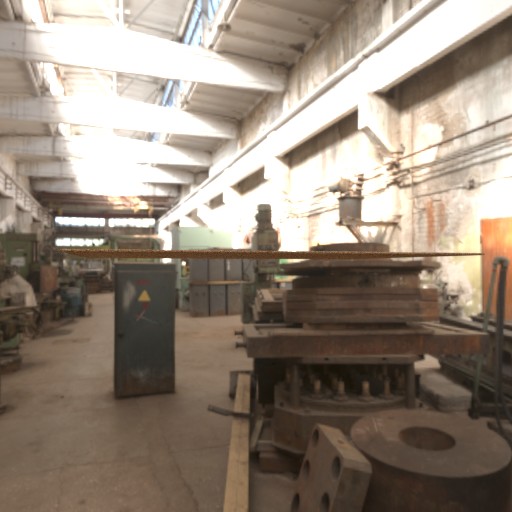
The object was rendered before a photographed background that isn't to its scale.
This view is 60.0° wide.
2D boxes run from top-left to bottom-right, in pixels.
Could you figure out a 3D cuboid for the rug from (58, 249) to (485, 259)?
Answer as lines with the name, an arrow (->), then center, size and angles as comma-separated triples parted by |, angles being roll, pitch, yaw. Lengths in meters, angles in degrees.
rug -> 0.000, 0.000, 2.823 | 2.141, 0.013, 1.566 | 0, -1, -17
